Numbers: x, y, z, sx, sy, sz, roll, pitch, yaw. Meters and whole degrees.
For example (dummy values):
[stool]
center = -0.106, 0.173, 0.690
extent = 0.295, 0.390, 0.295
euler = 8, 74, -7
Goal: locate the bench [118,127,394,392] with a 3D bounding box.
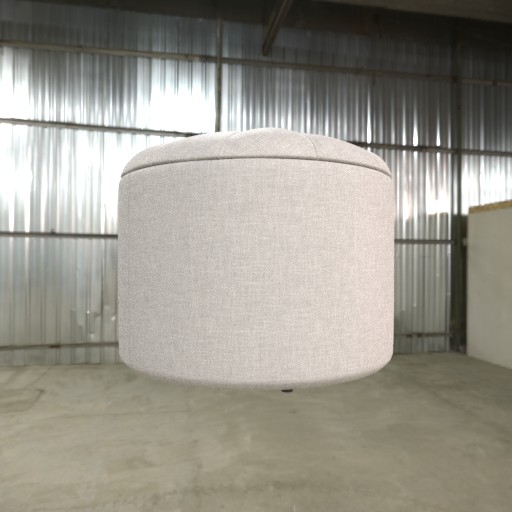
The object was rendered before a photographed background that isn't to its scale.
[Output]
[bench]
center = 0.000, 0.000, 1.009
extent = 0.600, 0.453, 0.600
euler = 0, 0, 0
